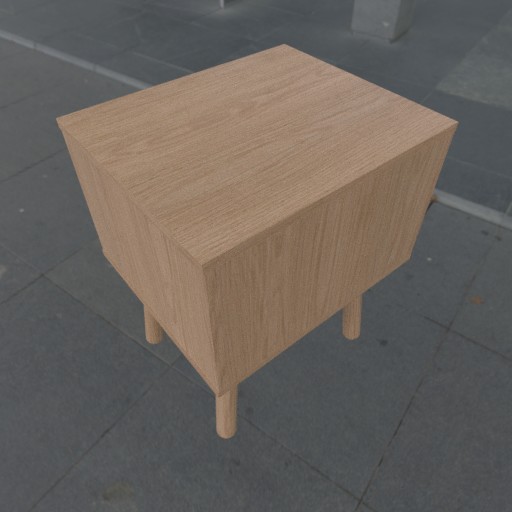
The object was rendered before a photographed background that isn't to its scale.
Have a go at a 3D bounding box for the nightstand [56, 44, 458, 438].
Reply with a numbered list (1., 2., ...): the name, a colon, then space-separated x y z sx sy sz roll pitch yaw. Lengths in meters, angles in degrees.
1. nightstand: 0.000 0.000 0.853 0.450 0.571 0.380 -30 53 -26
